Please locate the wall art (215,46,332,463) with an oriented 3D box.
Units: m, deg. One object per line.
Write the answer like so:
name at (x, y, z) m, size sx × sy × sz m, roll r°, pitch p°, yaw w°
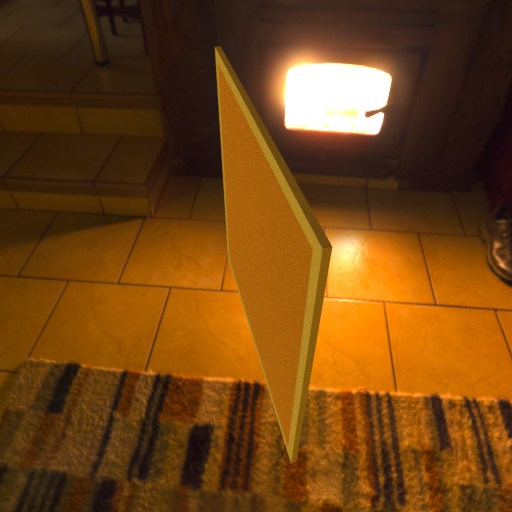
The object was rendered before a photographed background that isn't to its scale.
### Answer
wall art at (0.000, 0.000, 0.676) m, size 0.009 × 0.457 × 0.456 m, roll -10°, pitch 46°, yaw -10°
